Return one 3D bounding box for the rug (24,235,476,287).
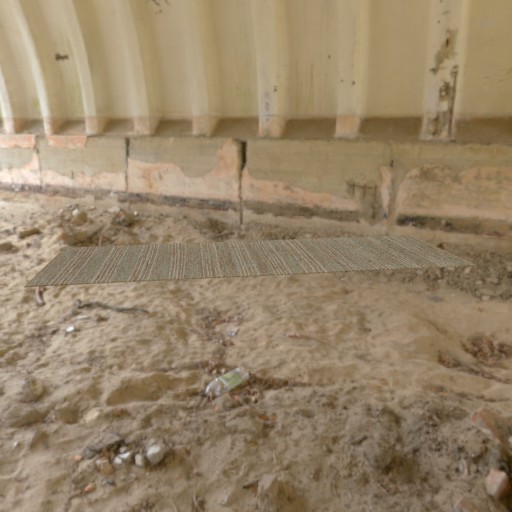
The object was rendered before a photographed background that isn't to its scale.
[{"bbox_3d":[0.000,0.000,2.735,2.438,0.006,0.783,-2,16,-8],"label":"rug"}]
